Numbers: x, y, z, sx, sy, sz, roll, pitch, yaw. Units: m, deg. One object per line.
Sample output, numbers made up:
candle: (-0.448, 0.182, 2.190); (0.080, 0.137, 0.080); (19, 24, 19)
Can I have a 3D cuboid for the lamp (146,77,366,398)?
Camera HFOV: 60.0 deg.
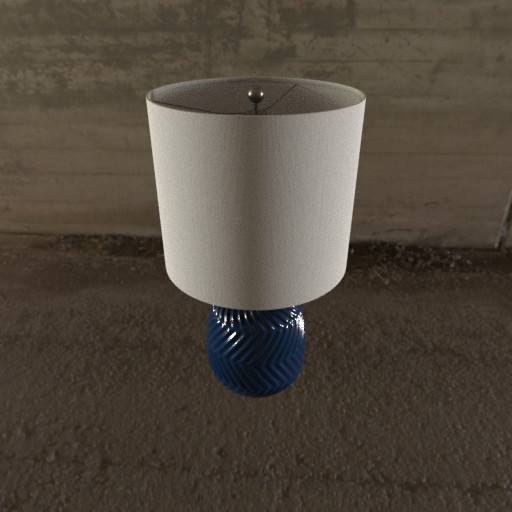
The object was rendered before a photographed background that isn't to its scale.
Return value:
lamp: (0.000, 0.000, 0.507); (0.203, 0.368, 0.203); (-18, 34, -28)
